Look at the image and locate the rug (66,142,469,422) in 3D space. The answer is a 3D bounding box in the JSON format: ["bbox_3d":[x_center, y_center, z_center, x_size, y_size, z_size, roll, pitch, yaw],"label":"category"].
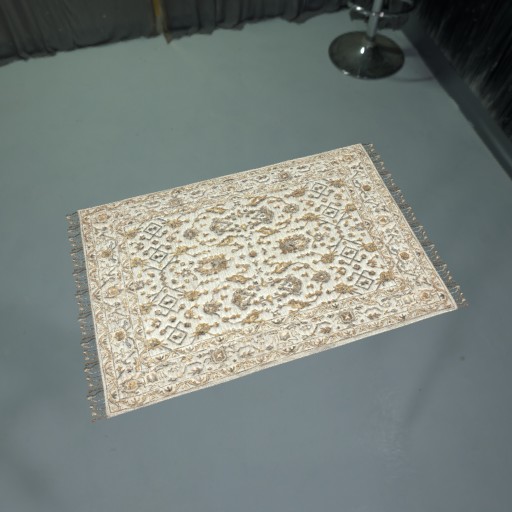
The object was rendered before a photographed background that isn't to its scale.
[{"bbox_3d":[0.000,0.000,3.044,2.434,0.027,1.529,-15,60,-9],"label":"rug"}]
